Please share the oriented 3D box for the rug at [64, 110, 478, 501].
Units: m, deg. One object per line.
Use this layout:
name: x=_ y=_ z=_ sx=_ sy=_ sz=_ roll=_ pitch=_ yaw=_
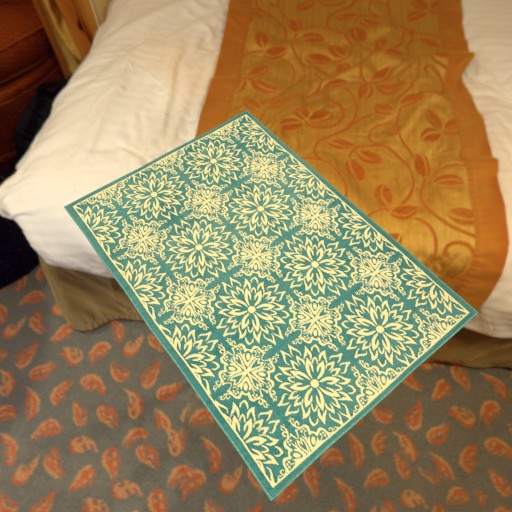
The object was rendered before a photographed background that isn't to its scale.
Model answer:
rug: x=0.000 y=0.000 z=2.774 sx=1.554 sy=0.012 sz=2.205 roll=-34 pitch=64 yaw=-19
